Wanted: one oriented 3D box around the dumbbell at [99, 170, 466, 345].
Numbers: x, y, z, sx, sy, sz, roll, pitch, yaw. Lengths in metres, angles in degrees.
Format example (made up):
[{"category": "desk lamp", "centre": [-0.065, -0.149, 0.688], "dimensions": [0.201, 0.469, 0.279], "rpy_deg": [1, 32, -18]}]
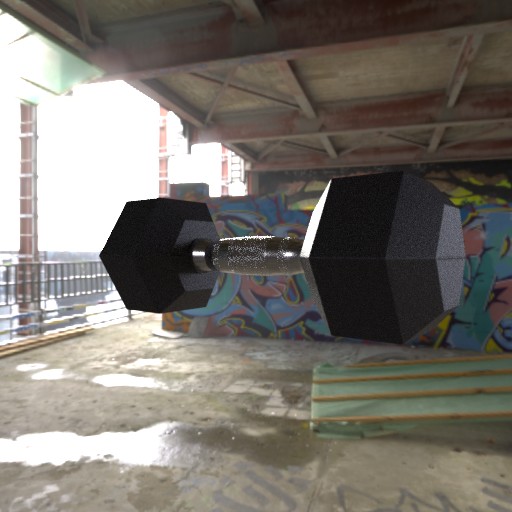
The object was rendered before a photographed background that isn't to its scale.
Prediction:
[{"category": "dumbbell", "centre": [0.000, 0.000, 0.357], "dimensions": [0.297, 0.101, 0.116], "rpy_deg": [0, 1, 37]}]
